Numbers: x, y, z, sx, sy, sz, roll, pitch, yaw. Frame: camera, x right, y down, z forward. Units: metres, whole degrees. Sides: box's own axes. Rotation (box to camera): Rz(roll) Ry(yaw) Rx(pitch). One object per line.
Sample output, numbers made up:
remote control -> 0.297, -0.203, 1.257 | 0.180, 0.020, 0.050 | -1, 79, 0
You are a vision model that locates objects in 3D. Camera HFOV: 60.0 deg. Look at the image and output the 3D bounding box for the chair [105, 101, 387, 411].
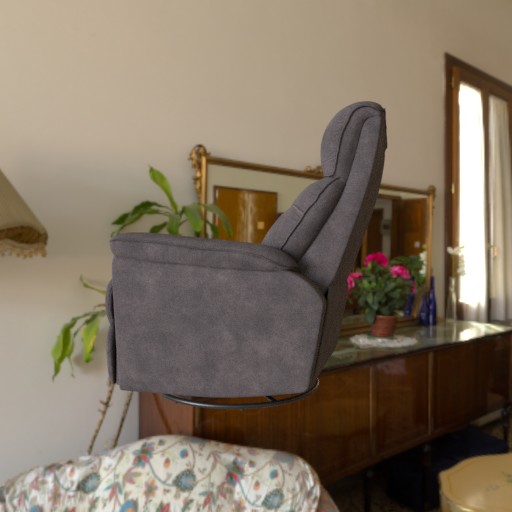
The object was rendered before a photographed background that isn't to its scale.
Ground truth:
chair -> 0.000, 0.000, 1.782 | 1.009, 1.035, 0.830 | 0, 0, 17
